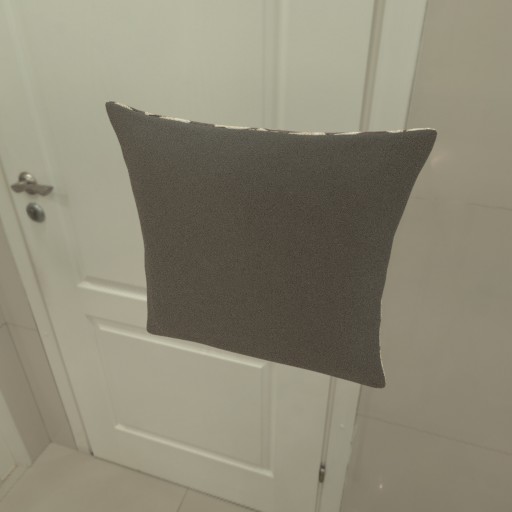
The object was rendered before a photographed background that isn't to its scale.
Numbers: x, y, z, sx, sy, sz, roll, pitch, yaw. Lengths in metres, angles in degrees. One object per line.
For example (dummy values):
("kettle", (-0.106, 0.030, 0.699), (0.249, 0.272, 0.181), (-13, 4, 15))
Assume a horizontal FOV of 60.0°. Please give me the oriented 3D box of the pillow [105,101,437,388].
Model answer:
("pillow", (0.000, 0.000, 0.802), (0.526, 0.507, 0.166), (10, 33, 16))
